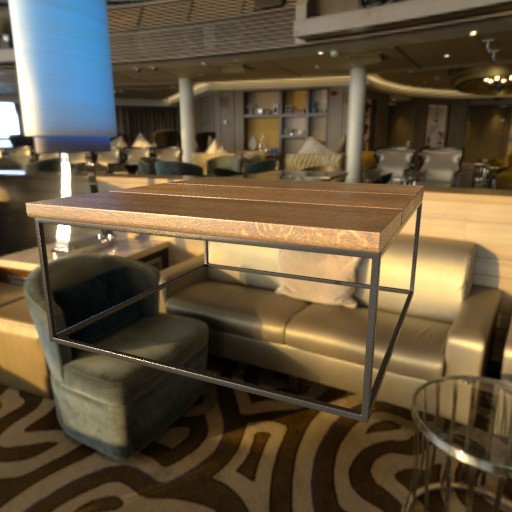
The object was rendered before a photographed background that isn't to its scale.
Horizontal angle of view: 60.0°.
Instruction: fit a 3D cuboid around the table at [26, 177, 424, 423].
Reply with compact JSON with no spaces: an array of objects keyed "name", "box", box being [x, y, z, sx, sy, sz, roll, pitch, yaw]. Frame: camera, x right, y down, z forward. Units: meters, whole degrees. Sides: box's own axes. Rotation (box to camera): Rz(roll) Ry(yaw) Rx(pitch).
[{"name":"table","box":[0.000,0.000,1.411,0.900,0.400,0.900,7,16,24]}]
